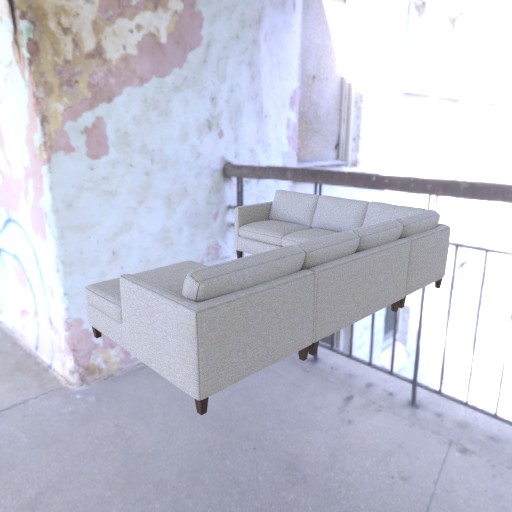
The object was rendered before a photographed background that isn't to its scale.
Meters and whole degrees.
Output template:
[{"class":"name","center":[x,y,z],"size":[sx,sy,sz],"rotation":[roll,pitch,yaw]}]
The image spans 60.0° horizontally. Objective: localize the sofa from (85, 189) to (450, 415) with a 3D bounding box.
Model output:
[{"class":"sofa","center":[0.000,0.000,4.531],"size":[3.403,0.889,2.551],"rotation":[-15,21,-42]}]
